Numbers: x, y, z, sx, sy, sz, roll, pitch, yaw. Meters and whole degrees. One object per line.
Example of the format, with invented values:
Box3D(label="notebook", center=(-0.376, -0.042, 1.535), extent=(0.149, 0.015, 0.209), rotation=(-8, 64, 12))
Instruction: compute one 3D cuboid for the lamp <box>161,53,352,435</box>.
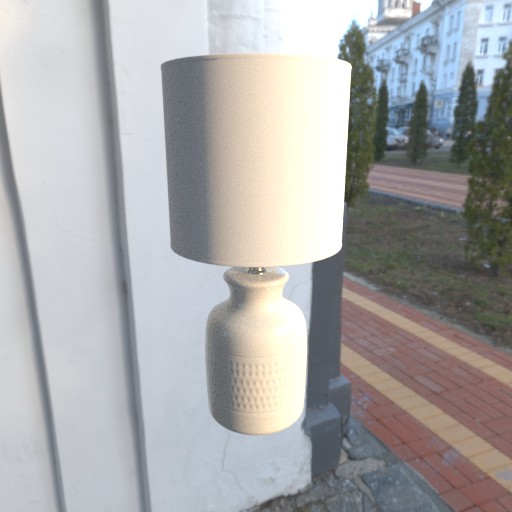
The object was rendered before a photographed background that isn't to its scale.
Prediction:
Box3D(label="lamp", center=(0.000, 0.000, 0.499), extent=(0.188, 0.392, 0.188), rotation=(-2, 16, -7))
